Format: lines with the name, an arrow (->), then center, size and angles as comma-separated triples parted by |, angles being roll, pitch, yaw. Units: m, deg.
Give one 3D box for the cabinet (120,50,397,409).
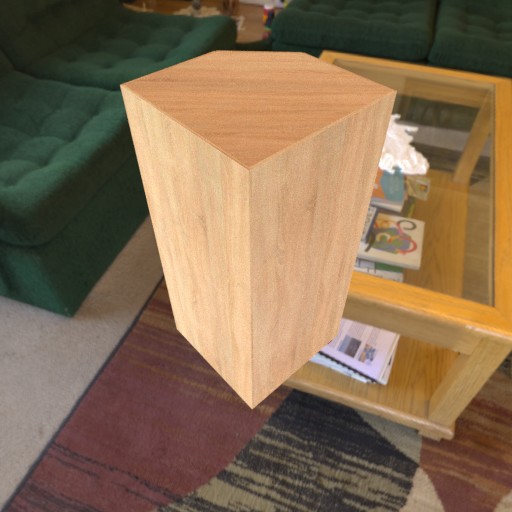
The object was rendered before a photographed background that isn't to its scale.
cabinet -> 0.000, 0.000, 2.821 | 1.327, 2.120, 1.094 | 2, 47, 2
